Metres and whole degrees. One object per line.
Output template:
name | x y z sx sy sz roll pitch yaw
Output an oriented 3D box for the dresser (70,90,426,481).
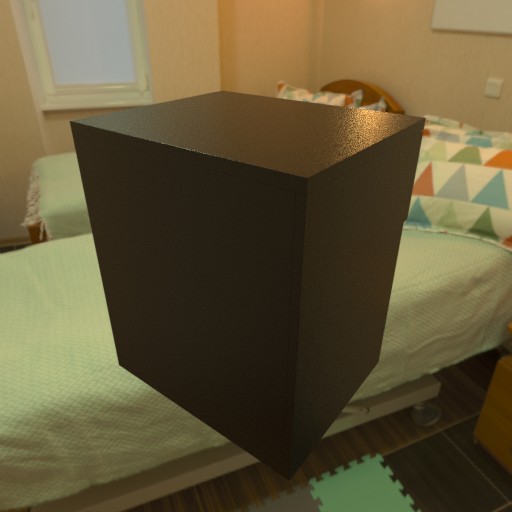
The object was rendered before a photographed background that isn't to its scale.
dresser | 0.000 0.000 0.772 0.400 0.470 0.360 21 35 32
